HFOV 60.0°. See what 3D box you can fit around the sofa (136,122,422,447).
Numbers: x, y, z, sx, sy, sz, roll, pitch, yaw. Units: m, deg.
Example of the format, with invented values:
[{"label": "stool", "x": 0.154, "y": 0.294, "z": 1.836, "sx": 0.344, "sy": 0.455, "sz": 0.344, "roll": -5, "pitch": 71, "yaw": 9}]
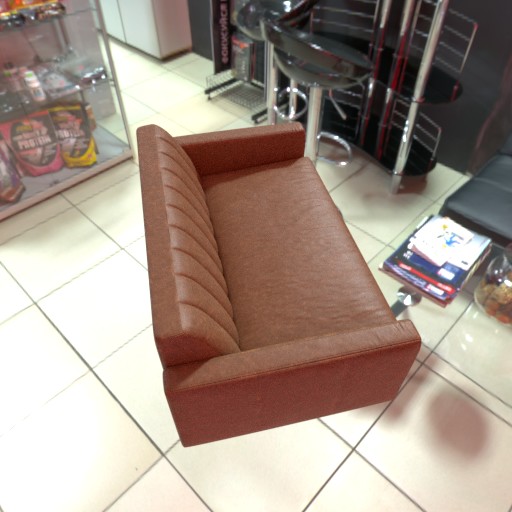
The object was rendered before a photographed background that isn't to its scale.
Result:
[{"label": "sofa", "x": 0.000, "y": 0.000, "z": 2.184, "sx": 0.960, "sy": 0.820, "sz": 1.549, "roll": -10, "pitch": 48, "yaw": -9}]
